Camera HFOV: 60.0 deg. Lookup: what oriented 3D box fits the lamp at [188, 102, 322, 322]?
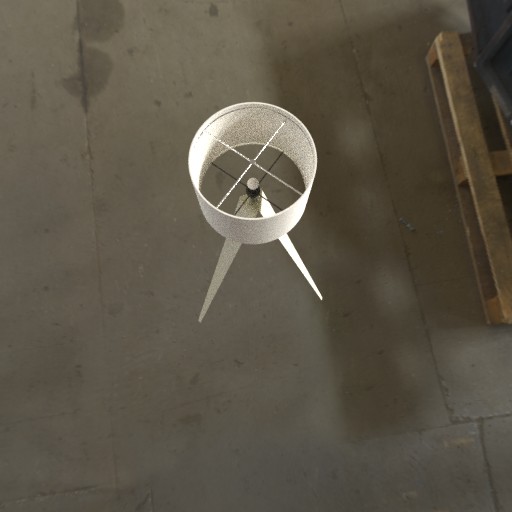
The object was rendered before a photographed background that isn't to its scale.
[{"bbox_3d":[0.000,0.000,1.914,0.724,1.524,0.716,35,78,8],"label":"lamp"}]
